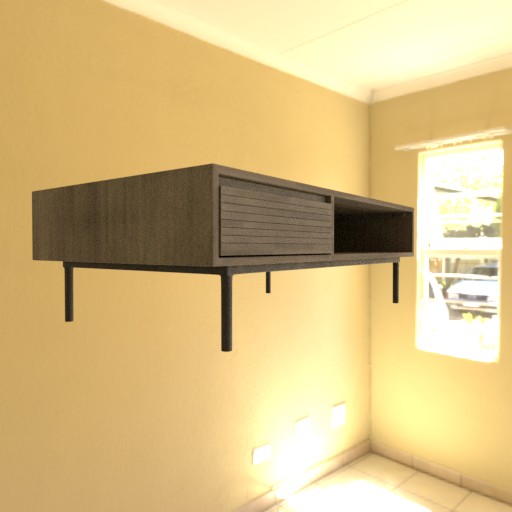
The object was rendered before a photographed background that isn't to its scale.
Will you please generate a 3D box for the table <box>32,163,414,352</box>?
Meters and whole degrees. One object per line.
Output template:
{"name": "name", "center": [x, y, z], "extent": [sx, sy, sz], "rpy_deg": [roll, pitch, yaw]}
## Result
{"name": "table", "center": [0.000, 0.000, 1.396], "extent": [0.643, 0.347, 1.088], "rpy_deg": [1, 1, 37]}
